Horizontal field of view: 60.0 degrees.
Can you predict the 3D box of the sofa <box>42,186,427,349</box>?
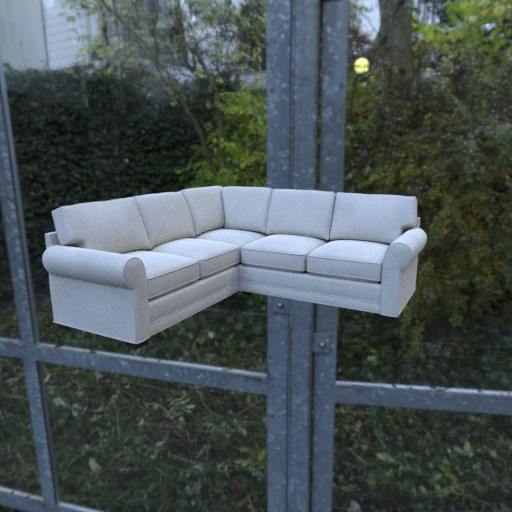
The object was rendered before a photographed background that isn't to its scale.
[{"bbox_3d":[0.000,0.000,3.955,2.569,1.054,2.487,7,15,28],"label":"sofa"}]
